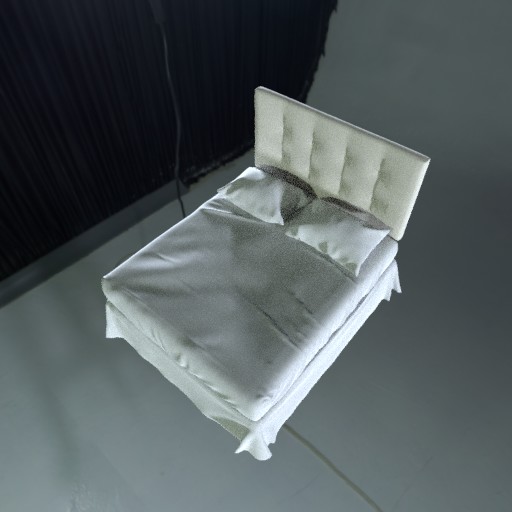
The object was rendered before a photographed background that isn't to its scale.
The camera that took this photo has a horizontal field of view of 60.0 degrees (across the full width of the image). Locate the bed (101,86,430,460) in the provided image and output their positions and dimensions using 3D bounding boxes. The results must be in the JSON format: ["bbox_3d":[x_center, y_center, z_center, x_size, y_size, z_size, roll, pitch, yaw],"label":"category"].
[{"bbox_3d":[0.000,0.000,3.637,1.936,1.577,2.222,32,56,25],"label":"bed"}]
